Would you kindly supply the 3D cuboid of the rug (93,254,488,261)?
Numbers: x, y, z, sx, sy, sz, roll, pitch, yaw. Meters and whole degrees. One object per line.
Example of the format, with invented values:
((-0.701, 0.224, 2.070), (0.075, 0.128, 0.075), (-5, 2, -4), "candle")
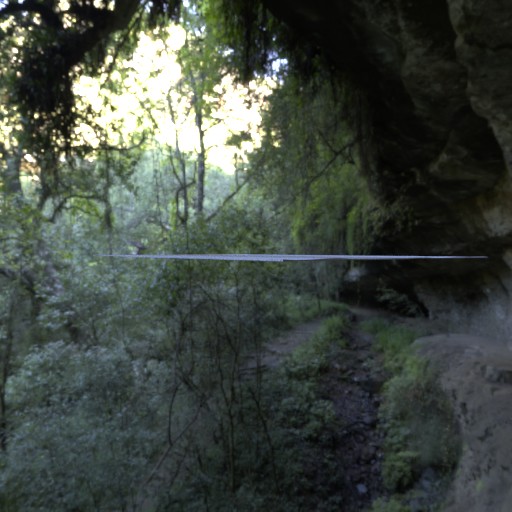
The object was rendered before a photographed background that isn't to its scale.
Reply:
((0.000, 0.000, 3.076), (1.522, 0.012, 2.440), (0, 1, -36), "rug")
